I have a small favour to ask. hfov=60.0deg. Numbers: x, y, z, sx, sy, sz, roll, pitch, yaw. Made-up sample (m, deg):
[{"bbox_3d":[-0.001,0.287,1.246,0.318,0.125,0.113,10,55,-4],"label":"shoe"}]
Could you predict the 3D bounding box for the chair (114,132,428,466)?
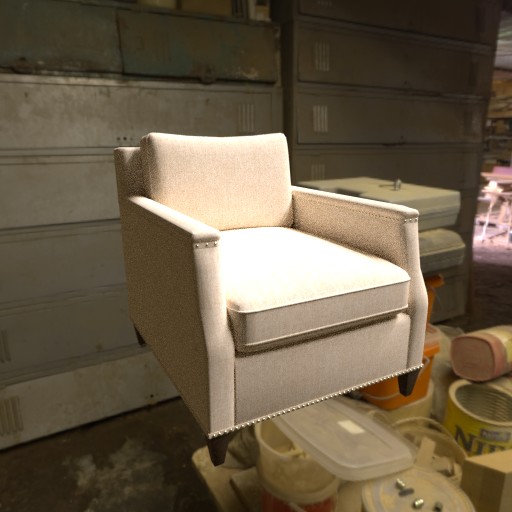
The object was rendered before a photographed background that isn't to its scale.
[{"bbox_3d":[0.000,0.000,1.750,0.838,0.940,1.041,-8,17,-27],"label":"chair"}]
